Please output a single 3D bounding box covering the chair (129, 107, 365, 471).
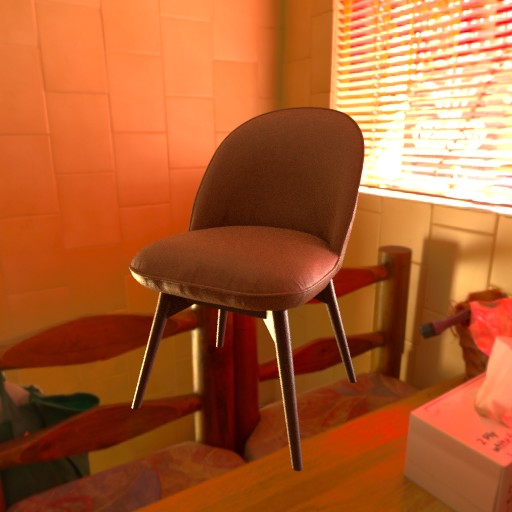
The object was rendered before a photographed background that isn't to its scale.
[{"bbox_3d":[0.000,0.000,1.248,0.521,0.831,0.631,8,17,28],"label":"chair"}]
